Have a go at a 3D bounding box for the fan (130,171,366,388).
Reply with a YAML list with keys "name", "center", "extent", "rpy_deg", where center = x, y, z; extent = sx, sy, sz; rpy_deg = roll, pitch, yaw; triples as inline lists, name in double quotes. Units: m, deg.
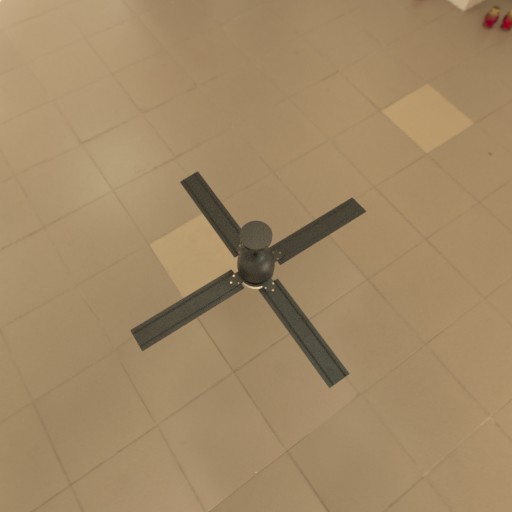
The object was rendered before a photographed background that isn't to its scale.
- name: "fan"
  center: [0.000, 0.000, 2.067]
  extent: [1.319, 0.410, 1.319]
  rpy_deg: [-33, 68, -15]
